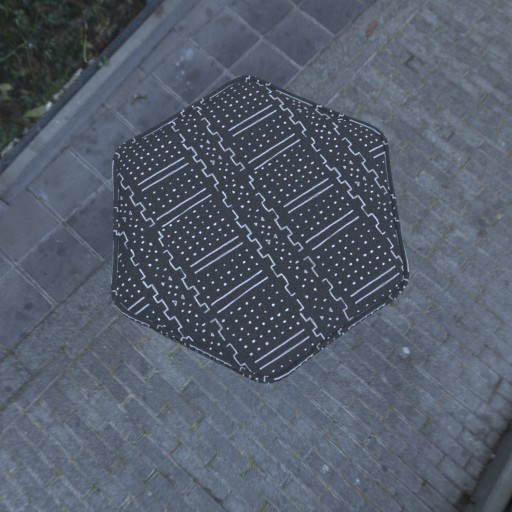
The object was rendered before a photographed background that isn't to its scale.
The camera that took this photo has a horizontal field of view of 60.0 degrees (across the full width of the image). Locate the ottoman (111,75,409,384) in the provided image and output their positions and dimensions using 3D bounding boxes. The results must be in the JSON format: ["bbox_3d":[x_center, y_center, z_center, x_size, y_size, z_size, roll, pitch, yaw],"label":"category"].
[{"bbox_3d":[0.000,0.000,0.895,0.494,0.502,0.443,-33,78,-8],"label":"ottoman"}]
